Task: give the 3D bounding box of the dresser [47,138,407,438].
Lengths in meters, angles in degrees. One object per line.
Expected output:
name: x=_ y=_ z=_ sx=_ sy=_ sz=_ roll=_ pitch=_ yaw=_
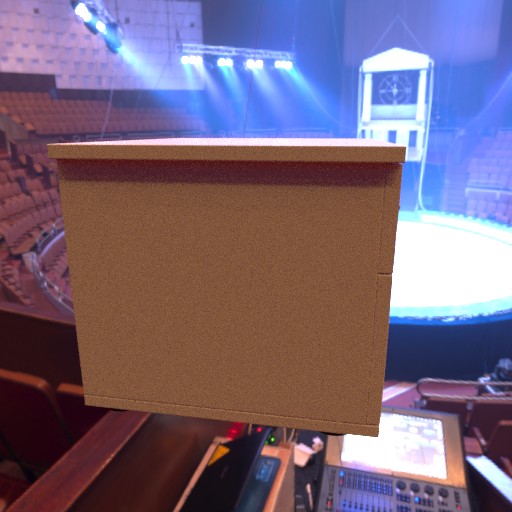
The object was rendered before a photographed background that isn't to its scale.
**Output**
dresser: x=0.000 y=0.000 z=0.715 sx=0.400 sy=0.360 sz=0.430 roll=3 pitch=16 yaw=10
